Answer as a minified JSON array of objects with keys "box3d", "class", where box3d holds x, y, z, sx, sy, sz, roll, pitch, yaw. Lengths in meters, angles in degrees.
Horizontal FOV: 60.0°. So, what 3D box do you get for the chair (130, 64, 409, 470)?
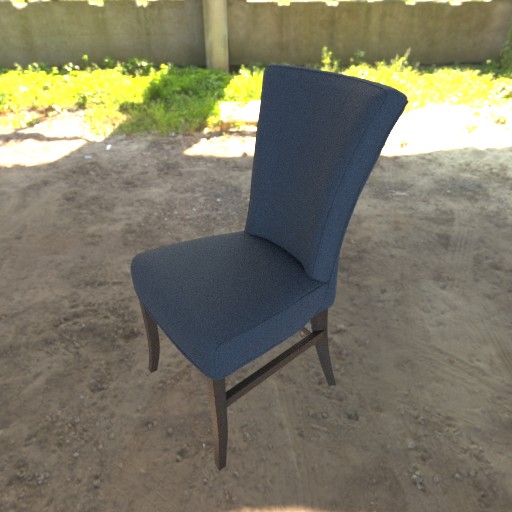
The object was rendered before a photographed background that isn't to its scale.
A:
[{"box3d":[0.000,0.000,1.343,0.660,0.991,0.520,-21,37,-30],"class":"chair"}]
